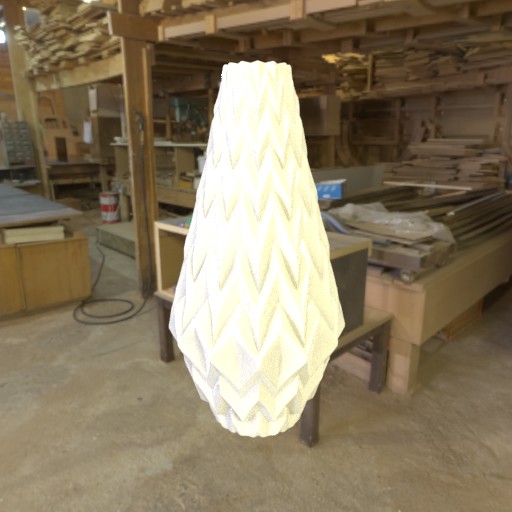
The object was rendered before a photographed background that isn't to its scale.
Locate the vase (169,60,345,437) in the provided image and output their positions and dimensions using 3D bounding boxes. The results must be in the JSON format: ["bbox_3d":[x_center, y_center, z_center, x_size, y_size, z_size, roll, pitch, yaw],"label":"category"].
[{"bbox_3d":[0.000,0.000,0.412,0.167,0.328,0.167,0,16,0],"label":"vase"}]
